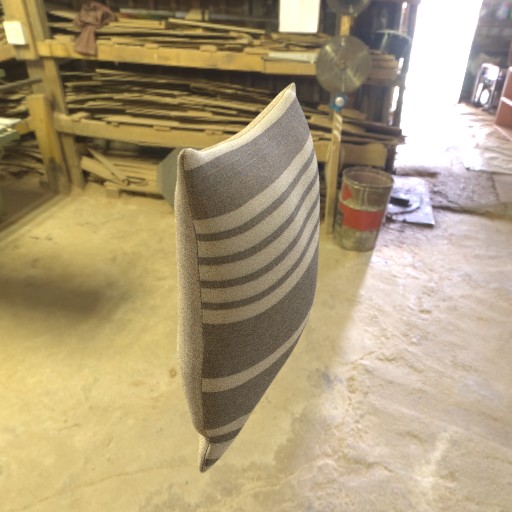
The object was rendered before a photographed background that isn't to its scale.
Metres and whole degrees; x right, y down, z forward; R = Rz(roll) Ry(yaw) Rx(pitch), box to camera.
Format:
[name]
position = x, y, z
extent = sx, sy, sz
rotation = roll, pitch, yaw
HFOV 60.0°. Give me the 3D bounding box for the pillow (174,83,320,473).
[pillow]
position = 0.000, 0.000, 0.665
extent = 0.182, 0.440, 0.439
rotation = 9, 31, 15
